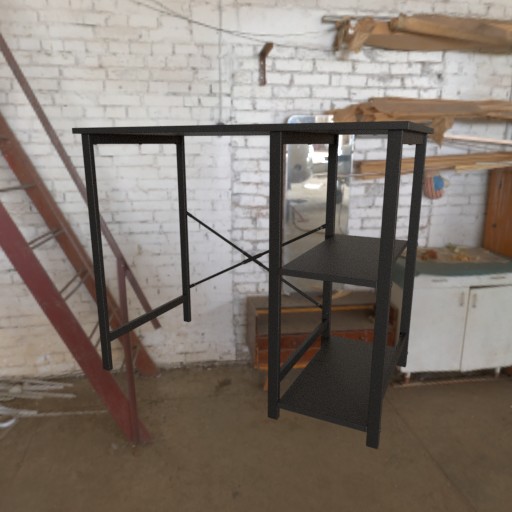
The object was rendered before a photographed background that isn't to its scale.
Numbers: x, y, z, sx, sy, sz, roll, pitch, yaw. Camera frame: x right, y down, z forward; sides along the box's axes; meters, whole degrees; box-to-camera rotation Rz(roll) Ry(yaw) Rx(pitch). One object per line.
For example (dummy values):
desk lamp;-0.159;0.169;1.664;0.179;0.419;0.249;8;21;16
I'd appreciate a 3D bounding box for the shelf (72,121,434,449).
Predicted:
shelf;0.000;0.000;1.351;0.902;0.749;0.498;7;16;25
